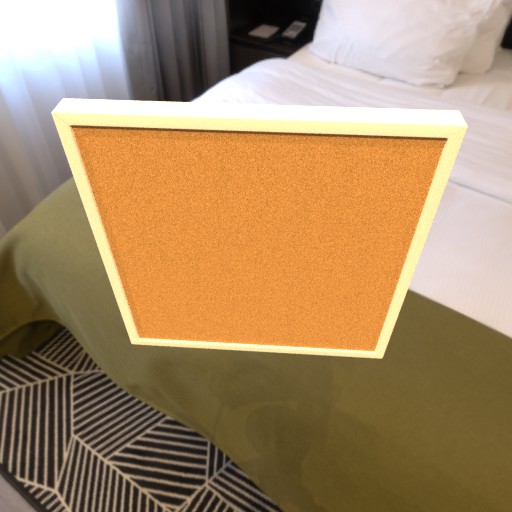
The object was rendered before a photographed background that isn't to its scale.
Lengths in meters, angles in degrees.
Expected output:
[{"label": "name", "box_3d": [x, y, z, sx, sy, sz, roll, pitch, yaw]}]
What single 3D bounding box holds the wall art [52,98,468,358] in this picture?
[{"label": "wall art", "box_3d": [0.000, 0.000, 0.730, 0.508, 0.508, 0.038, 3, 45, 3]}]
